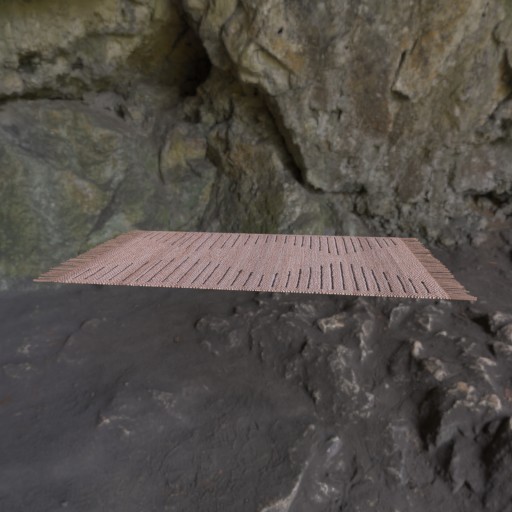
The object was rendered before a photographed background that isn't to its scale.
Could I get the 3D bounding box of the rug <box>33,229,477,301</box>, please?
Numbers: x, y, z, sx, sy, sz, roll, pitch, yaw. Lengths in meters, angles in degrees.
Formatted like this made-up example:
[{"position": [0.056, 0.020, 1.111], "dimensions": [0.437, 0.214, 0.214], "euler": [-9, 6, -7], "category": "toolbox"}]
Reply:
[{"position": [0.000, 0.000, 2.605], "dimensions": [2.085, 0.027, 1.224], "euler": [2, 15, 7], "category": "rug"}]
